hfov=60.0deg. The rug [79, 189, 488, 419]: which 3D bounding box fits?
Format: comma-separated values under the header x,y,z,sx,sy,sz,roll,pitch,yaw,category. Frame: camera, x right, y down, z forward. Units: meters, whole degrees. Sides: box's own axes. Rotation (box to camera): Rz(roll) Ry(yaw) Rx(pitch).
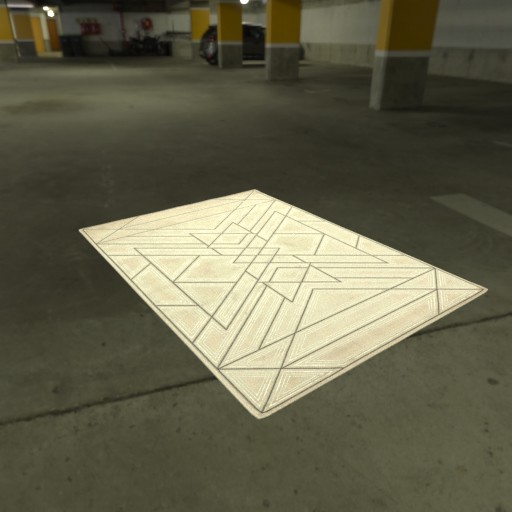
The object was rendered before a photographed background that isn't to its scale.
x,y,z,sx,sy,sz,roll,pitch,yaw,category
0.000,0.000,4.343,2.436,0.026,3.381,-18,32,-32,rug
